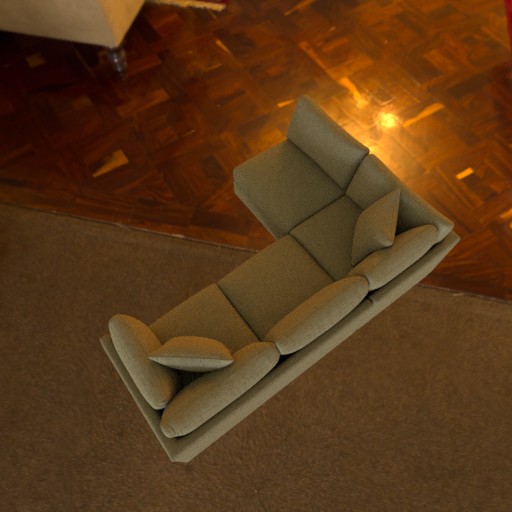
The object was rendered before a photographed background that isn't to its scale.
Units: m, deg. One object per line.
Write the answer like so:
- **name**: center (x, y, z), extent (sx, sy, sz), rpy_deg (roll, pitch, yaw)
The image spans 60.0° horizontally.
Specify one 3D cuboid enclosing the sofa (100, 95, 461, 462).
- **sofa**: center (0.000, 0.000, 3.910), extent (2.896, 0.978, 1.994), rpy_deg (-33, 67, -16)
